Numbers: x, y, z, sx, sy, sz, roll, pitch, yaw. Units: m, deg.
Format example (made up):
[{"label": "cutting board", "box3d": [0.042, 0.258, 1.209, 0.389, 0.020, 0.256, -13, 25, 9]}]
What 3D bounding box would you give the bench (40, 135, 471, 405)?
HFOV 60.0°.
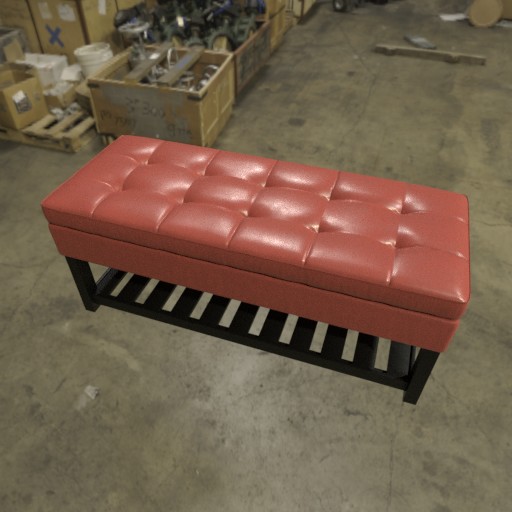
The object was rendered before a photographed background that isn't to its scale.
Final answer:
[{"label": "bench", "box3d": [0.000, 0.000, 1.348, 1.105, 0.460, 0.432, 13, 44, 14]}]
